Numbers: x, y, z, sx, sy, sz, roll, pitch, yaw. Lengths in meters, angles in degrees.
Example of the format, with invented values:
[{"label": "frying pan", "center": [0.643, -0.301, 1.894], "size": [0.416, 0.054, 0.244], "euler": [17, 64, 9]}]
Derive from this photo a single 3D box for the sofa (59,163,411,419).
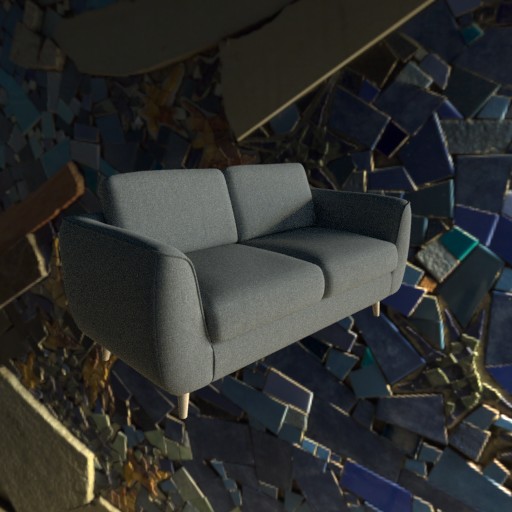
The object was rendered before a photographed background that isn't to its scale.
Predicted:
[{"label": "sofa", "center": [0.000, 0.000, 2.251], "size": [1.700, 0.870, 0.920], "euler": [-15, 21, -43]}]
